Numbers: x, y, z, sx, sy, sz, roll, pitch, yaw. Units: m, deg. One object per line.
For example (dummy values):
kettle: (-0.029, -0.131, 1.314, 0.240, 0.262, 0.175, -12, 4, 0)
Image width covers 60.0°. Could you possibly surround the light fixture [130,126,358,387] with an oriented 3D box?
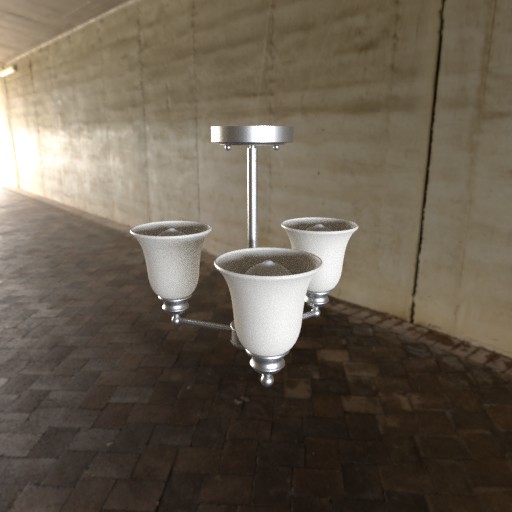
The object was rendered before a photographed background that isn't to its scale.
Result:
light fixture: (0.000, 0.000, 0.659, 0.388, 0.370, 0.354, -2, 15, -8)
